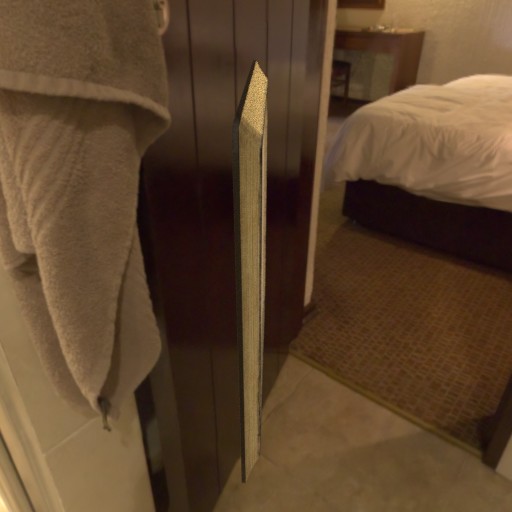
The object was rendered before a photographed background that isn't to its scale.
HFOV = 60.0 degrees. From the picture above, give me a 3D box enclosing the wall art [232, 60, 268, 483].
[{"bbox_3d":[0.000,0.000,0.619,0.023,0.457,0.381,1,31,2],"label":"wall art"}]
